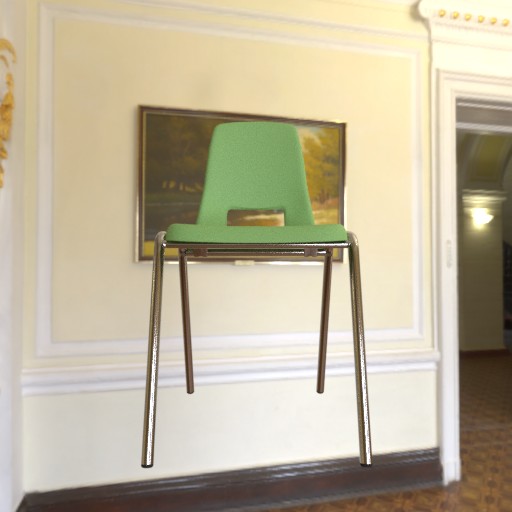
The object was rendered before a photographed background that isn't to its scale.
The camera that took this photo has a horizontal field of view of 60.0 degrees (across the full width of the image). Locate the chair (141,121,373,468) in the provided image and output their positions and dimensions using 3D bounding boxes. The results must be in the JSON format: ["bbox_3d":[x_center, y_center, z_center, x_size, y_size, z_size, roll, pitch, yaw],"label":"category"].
[{"bbox_3d":[0.000,0.000,0.942,0.381,0.704,0.436,0,-1,0],"label":"chair"}]
